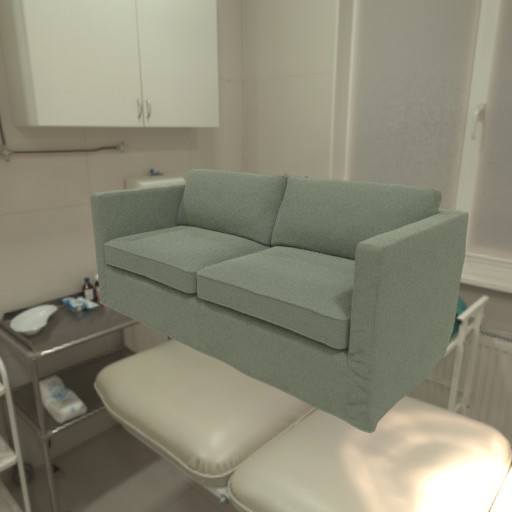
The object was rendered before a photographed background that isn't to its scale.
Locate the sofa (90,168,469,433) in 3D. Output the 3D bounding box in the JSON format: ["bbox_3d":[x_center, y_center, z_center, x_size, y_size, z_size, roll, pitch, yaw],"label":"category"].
[{"bbox_3d":[0.000,0.000,2.512,1.987,0.870,0.940,14,21,40],"label":"sofa"}]
